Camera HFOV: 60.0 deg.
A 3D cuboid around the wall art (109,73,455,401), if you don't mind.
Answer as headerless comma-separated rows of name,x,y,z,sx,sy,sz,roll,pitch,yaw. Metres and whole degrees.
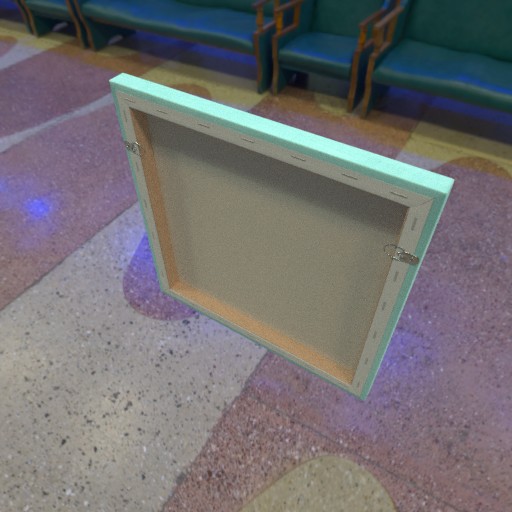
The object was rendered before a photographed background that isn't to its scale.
wall art,0.000,0.000,1.154,0.765,0.766,0.054,24,51,21
